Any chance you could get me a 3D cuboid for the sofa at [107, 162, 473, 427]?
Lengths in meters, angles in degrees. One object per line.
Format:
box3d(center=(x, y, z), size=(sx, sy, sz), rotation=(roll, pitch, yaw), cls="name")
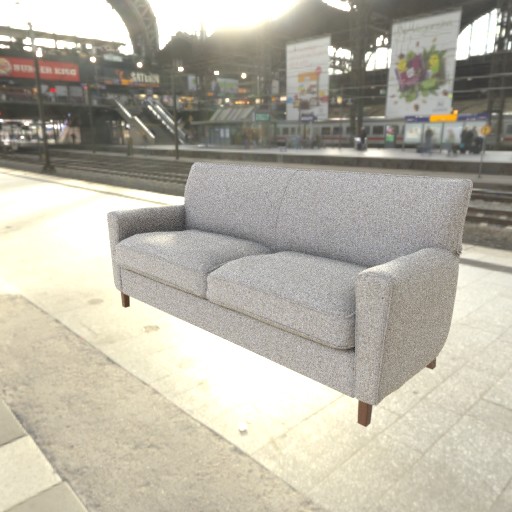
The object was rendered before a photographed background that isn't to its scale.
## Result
box3d(center=(0.000, 0.000, 2.521), size=(2.026, 0.942, 0.854), rotation=(14, 21, 42), cls="sofa")
